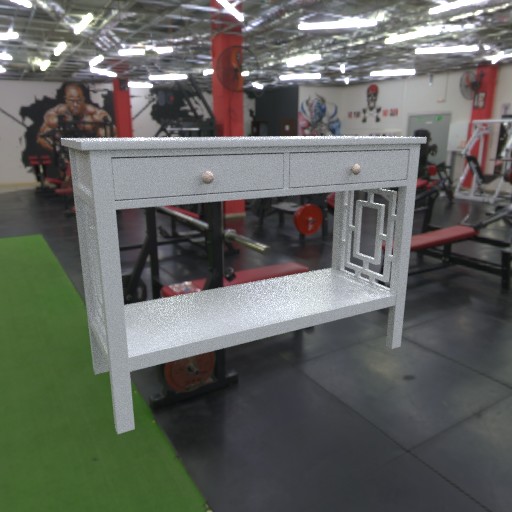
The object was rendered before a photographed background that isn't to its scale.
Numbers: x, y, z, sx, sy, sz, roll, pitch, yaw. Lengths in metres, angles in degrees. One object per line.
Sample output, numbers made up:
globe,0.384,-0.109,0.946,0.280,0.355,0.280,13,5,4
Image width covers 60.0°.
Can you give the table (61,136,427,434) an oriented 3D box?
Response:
table,0.000,0.000,1.461,1.068,0.753,0.397,-9,18,-28
